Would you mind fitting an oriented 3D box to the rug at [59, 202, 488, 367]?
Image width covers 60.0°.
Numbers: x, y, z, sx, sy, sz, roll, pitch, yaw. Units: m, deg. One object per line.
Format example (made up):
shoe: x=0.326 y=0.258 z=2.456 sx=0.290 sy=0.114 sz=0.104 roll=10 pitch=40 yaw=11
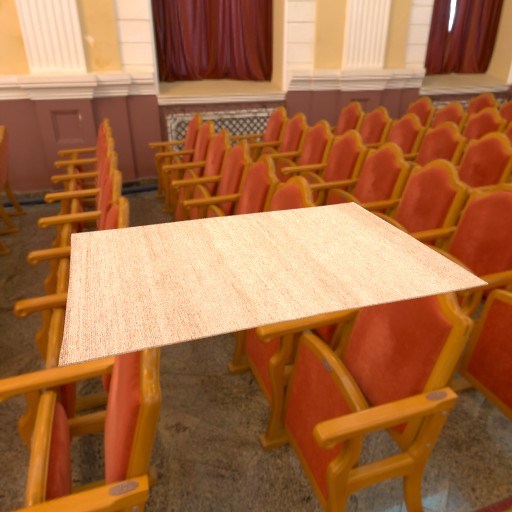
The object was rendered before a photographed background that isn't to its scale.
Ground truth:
rug: x=0.000 y=0.000 z=2.920 sx=2.346 sy=0.029 sz=1.574 roll=-8 pitch=26 yaw=-16
